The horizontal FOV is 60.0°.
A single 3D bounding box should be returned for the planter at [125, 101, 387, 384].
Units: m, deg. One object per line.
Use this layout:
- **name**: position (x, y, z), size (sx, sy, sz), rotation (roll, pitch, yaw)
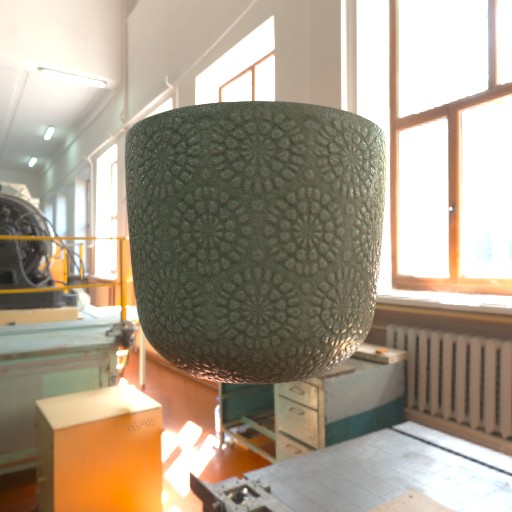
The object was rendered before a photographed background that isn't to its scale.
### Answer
- **planter**: position (0.000, 0.000, 0.217), size (0.124, 0.109, 0.124), rotation (0, -1, 0)
